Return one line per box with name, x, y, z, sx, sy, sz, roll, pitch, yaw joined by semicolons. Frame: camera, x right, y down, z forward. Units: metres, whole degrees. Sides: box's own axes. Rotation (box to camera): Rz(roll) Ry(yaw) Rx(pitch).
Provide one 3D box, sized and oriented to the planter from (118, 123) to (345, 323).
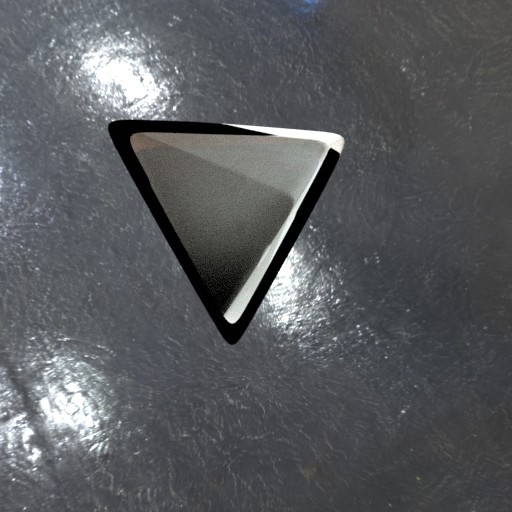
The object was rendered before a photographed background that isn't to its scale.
planter;0.000;0.000;0.157;0.047;0.130;0.058;-30;77;-8
